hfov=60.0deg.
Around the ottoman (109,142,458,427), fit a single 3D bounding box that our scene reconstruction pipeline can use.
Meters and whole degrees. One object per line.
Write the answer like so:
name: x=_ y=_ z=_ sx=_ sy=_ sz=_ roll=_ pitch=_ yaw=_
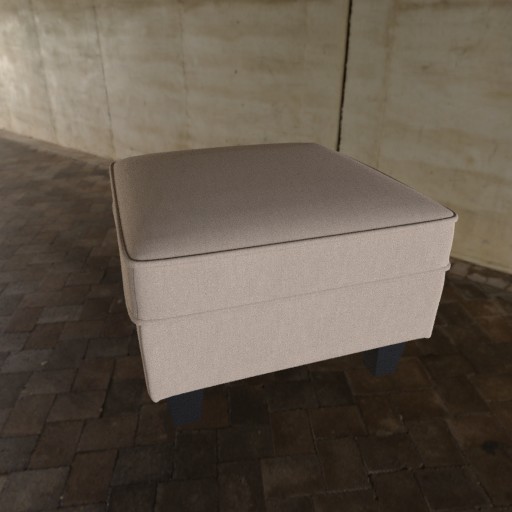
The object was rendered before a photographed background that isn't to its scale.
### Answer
ottoman: x=0.000 y=0.000 z=1.048 sx=0.613 sy=0.438 sz=0.616 roll=-9 pitch=28 yaw=-16
